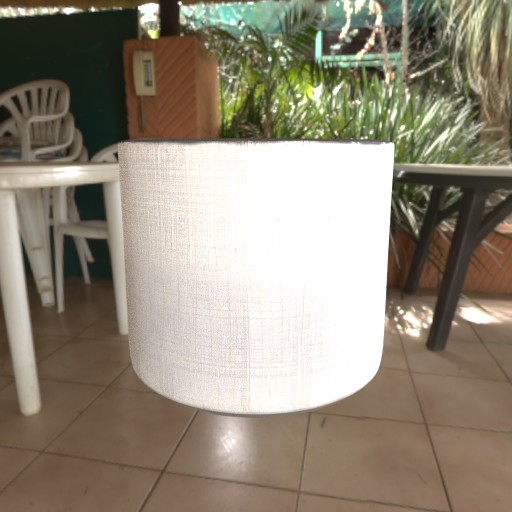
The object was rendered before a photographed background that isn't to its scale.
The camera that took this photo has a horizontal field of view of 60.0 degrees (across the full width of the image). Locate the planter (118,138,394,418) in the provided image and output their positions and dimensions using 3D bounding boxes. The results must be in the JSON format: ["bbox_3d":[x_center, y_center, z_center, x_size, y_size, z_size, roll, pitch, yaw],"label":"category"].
[{"bbox_3d":[0.000,0.000,0.442,0.254,0.221,0.254,0,13,0],"label":"planter"}]
